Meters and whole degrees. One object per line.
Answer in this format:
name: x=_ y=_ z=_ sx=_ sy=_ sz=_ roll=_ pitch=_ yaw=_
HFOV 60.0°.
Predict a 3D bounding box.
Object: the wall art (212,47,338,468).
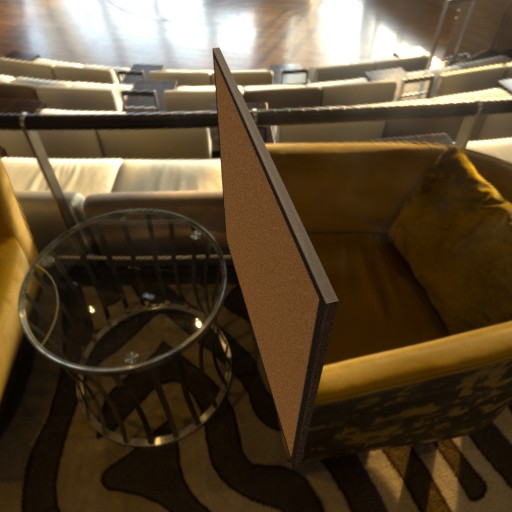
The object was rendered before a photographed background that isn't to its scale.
wall art: x=0.000 y=0.000 z=1.404 sx=0.023 sy=0.875 sz=1.033 roll=-11 pitch=49 yaw=-10
